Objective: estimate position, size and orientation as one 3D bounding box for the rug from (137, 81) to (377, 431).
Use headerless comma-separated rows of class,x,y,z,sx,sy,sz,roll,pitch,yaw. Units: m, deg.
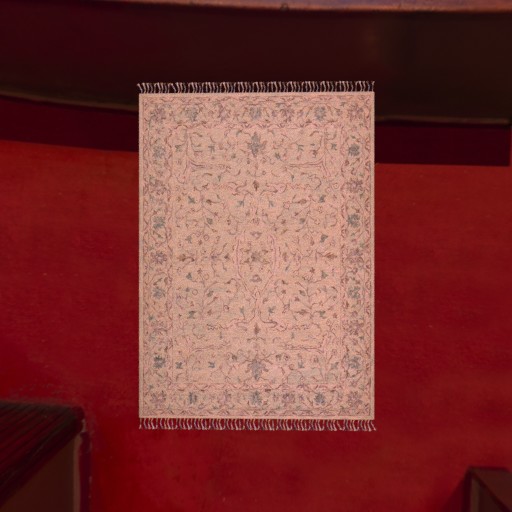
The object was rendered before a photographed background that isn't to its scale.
rug,0.000,0.000,2.295,1.247,0.008,1.802,0,90,1
